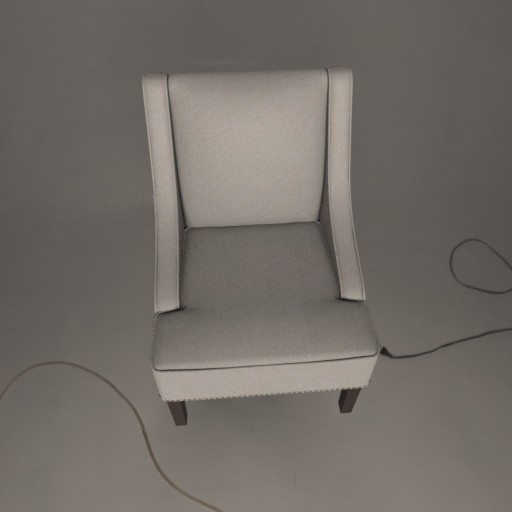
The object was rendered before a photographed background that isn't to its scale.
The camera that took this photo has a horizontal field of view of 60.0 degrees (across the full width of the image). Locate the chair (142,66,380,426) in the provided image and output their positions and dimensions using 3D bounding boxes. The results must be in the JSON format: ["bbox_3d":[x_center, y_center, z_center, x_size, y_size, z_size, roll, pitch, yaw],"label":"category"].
[{"bbox_3d":[0.000,0.000,1.387,0.631,0.867,0.747,-3,47,-3],"label":"chair"}]
